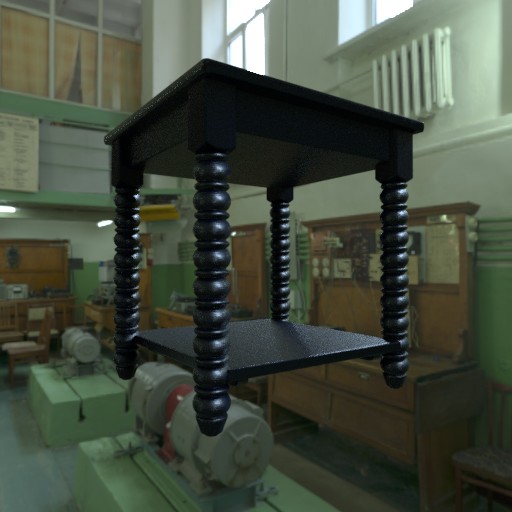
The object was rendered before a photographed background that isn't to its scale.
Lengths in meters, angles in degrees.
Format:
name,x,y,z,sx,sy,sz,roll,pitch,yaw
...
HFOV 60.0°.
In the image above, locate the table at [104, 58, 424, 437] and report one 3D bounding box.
name,x,y,z,sx,sy,sz,roll,pitch,yaw
table,0.000,0.000,0.991,0.533,0.567,0.500,0,-1,-35
